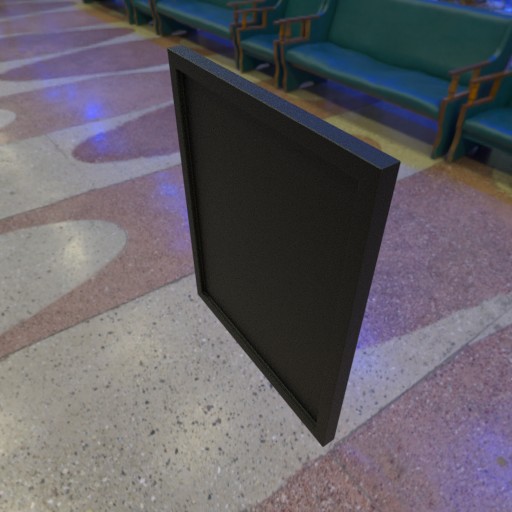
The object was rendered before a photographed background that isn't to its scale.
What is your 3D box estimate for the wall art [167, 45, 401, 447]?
[{"bbox_3d":[0.000,0.000,0.748,0.028,0.559,0.457,-24,47,-25],"label":"wall art"}]
